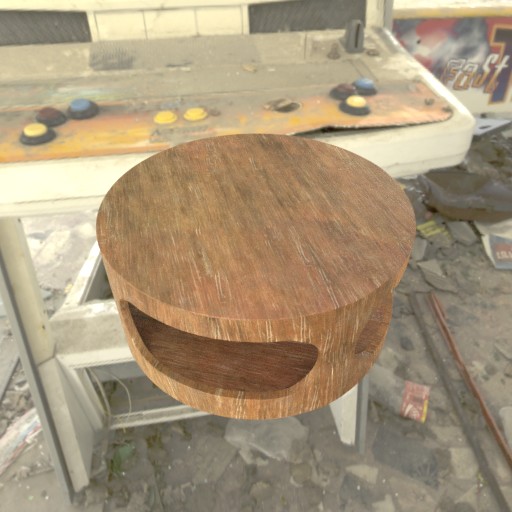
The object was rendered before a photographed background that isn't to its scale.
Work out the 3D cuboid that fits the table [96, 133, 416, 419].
[{"bbox_3d":[0.000,0.000,1.543,0.974,0.450,0.974,0,41,0],"label":"table"}]
